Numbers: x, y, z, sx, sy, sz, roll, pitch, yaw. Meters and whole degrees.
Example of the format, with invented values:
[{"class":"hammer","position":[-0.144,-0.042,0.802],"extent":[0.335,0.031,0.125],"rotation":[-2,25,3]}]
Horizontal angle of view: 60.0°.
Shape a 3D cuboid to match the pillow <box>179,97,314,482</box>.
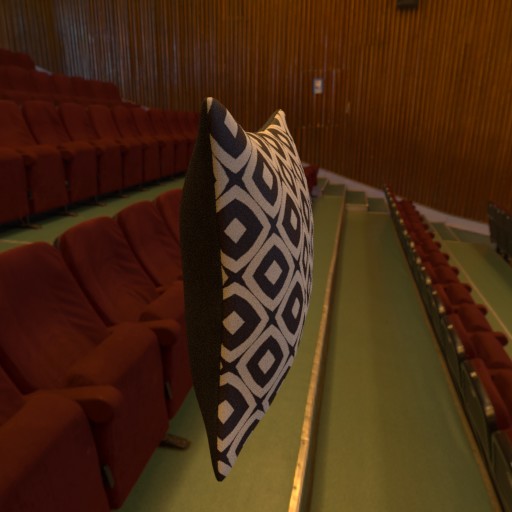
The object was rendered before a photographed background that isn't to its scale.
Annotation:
[{"class":"pillow","position":[0.000,0.000,0.764],"extent":[0.188,0.494,0.504],"rotation":[3,17,11]}]
